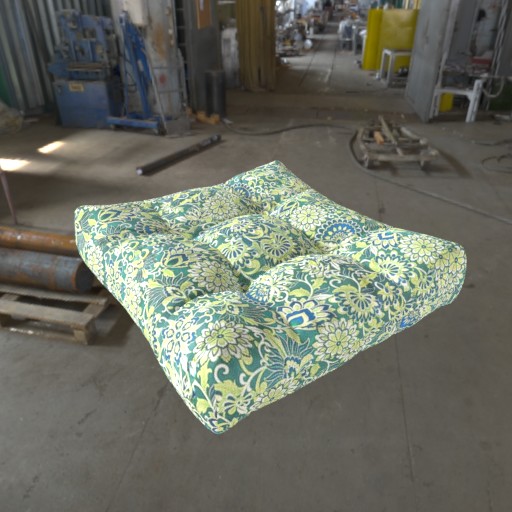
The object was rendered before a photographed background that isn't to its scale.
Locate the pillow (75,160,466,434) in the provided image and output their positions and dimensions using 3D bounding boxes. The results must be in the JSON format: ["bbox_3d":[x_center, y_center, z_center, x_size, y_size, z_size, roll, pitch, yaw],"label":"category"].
[{"bbox_3d":[0.000,0.000,0.734,0.468,0.128,0.490,-20,36,-29],"label":"pillow"}]
